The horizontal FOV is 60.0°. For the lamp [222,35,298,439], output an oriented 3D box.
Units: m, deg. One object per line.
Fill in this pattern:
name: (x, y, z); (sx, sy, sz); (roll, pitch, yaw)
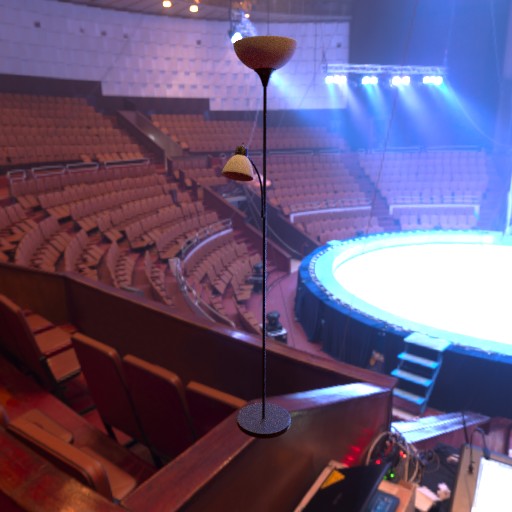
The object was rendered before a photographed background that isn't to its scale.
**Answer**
lamp: (0.000, 0.000, 2.004); (0.279, 1.804, 0.442); (7, 15, 26)
